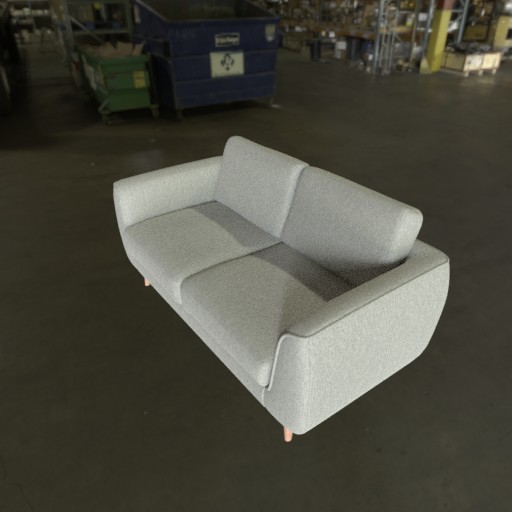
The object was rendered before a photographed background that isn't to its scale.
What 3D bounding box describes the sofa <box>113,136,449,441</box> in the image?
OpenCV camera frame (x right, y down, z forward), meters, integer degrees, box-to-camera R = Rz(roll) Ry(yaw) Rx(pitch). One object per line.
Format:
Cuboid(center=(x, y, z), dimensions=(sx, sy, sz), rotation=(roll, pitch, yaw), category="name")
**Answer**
Cuboid(center=(0.000, 0.000, 2.278), dimensions=(0.920, 0.850, 1.700), rotation=(-21, 37, -30), category="sofa")
